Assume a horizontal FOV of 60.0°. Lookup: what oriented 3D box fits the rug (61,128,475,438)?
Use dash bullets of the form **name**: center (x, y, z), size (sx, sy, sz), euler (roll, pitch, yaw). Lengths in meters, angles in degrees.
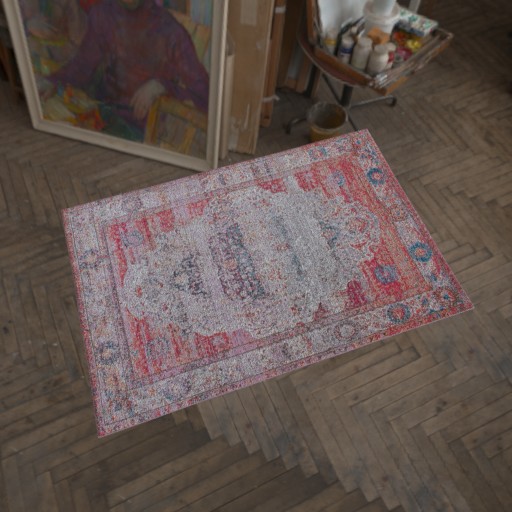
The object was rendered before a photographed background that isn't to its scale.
- **rug**: center (0.000, 0.000, 2.279), size (1.829, 0.006, 1.219), euler (-17, 64, -9)
